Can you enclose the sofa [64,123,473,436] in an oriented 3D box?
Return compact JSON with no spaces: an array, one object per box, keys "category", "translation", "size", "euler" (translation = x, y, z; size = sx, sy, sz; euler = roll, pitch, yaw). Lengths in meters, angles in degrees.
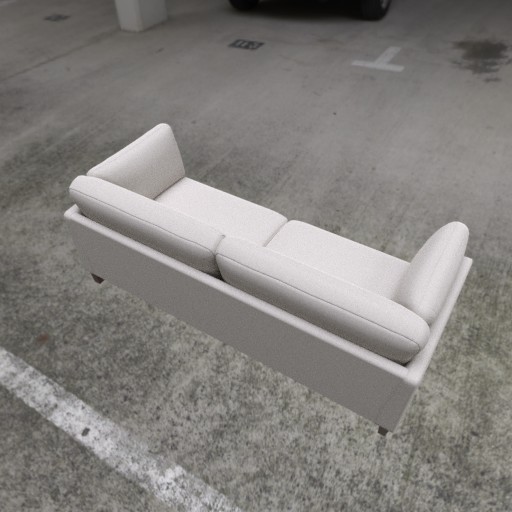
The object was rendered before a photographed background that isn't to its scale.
[{"category":"sofa","translation":[0.000,0.000,2.758],"size":[2.301,0.863,0.957],"euler":[23,50,21]}]
